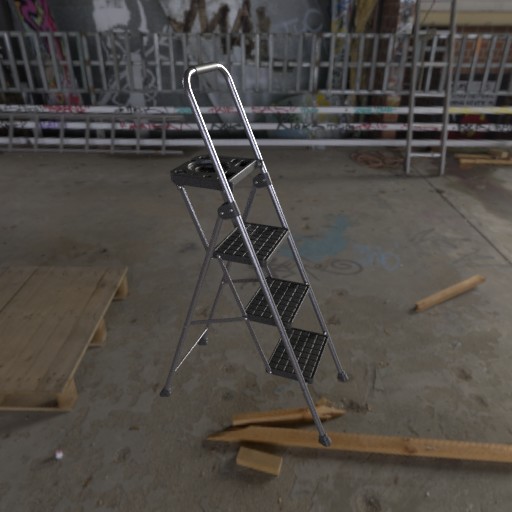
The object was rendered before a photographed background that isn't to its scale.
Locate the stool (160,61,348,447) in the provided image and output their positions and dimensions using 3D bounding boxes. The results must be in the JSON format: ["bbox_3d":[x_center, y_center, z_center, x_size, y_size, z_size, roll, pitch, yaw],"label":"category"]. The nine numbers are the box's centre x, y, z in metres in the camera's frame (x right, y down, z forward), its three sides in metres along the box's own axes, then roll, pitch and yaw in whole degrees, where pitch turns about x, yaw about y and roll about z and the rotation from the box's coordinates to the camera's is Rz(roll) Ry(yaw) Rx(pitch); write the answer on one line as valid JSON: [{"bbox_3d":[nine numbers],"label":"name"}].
[{"bbox_3d":[0.000,0.000,1.610,0.733,1.277,0.396,10,30,18],"label":"stool"}]
